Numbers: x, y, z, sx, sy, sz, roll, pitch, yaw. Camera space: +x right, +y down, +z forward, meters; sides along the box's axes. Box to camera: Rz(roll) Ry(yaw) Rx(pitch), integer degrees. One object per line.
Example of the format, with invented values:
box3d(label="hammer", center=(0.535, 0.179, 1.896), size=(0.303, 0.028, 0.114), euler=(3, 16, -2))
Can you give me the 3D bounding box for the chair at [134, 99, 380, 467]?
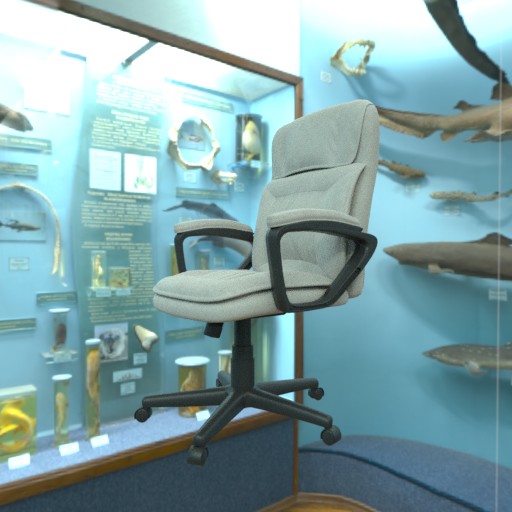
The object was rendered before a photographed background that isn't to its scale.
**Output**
box3d(label="chair", center=(0.000, 0.000, 1.519), size=(0.724, 1.105, 0.667), euler=(-1, 1, -36))
